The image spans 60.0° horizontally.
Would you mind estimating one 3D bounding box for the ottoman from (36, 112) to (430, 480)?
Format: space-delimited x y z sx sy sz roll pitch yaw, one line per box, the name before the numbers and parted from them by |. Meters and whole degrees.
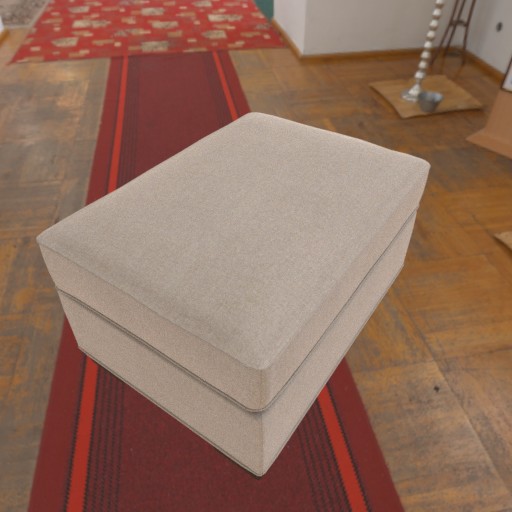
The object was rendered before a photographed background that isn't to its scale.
ottoman | 0.000 0.000 1.219 0.617 0.503 0.846 25 47 26
